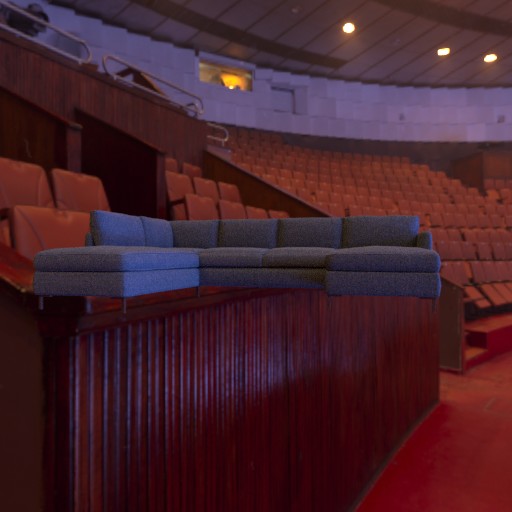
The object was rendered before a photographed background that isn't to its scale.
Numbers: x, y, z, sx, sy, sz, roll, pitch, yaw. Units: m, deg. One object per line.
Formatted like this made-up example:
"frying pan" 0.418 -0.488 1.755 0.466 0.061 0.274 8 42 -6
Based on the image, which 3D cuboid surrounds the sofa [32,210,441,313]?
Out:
"sofa" 0.000 0.000 3.592 2.737 0.753 1.879 0 0 17
